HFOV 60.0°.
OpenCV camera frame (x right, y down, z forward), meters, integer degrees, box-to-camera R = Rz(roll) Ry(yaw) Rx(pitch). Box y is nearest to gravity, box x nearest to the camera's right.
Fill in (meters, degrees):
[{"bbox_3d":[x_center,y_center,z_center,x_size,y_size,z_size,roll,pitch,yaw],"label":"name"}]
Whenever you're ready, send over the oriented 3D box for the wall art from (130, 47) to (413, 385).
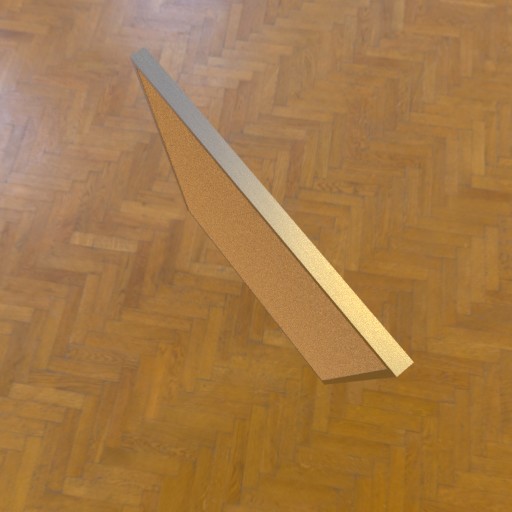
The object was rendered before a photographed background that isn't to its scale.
[{"bbox_3d":[0.000,0.000,1.209,0.038,0.806,0.806,-36,76,-10],"label":"wall art"}]
